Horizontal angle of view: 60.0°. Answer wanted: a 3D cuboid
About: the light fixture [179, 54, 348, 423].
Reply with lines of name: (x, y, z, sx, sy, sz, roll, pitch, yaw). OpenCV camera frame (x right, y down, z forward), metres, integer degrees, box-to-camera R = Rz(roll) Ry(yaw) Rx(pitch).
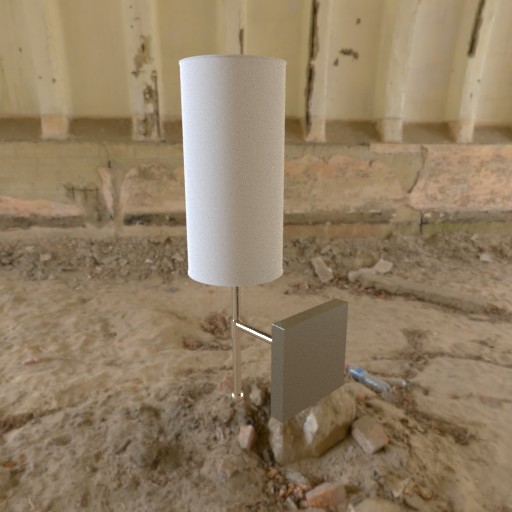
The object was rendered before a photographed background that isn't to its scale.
light fixture: (0.000, 0.000, 0.564, 0.128, 0.462, 0.208, -14, 21, -41)
